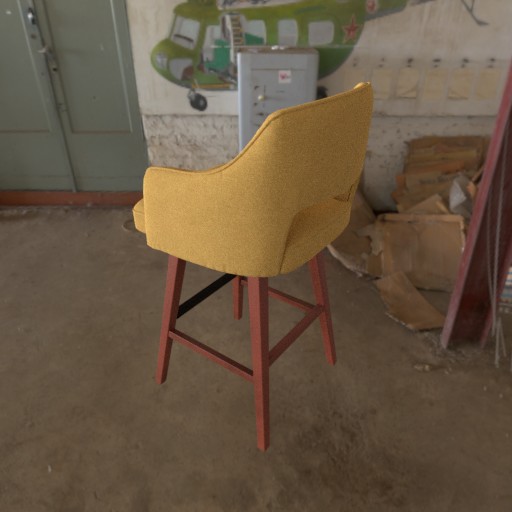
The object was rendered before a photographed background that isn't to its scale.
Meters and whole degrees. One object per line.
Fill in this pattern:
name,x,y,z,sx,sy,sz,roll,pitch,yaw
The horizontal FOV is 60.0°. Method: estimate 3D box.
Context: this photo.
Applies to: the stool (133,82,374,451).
stool,0.000,0.000,1.352,0.558,1.012,0.548,21,36,30
